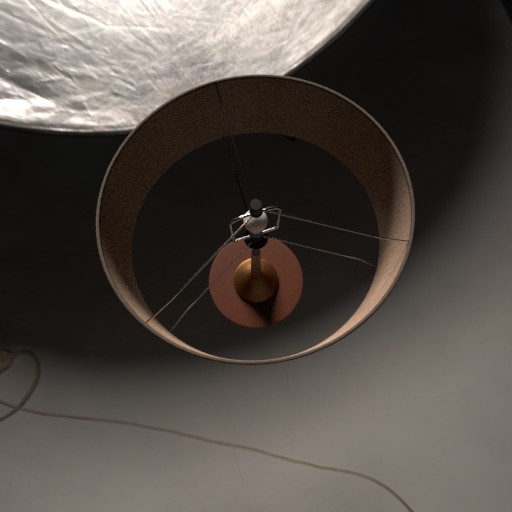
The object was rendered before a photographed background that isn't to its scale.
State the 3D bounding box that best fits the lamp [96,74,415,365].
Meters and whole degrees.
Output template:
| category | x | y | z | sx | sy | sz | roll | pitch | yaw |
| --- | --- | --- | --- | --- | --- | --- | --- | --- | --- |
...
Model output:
| category | x | y | z | sx | sy | sz | roll | pitch | yaw |
| --- | --- | --- | --- | --- | --- | --- | --- | --- | --- |
| lamp | 0.000 | 0.000 | 0.834 | 0.417 | 0.551 | 0.396 | -18 | 77 | -4 |
